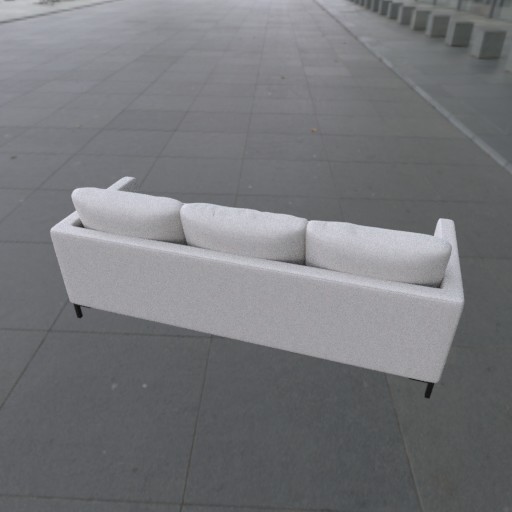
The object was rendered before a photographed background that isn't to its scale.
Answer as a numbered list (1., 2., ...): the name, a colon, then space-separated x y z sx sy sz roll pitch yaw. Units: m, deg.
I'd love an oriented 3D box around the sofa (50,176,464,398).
1. sofa: 0.000 0.000 2.702 2.218 0.874 0.859 10 34 14
